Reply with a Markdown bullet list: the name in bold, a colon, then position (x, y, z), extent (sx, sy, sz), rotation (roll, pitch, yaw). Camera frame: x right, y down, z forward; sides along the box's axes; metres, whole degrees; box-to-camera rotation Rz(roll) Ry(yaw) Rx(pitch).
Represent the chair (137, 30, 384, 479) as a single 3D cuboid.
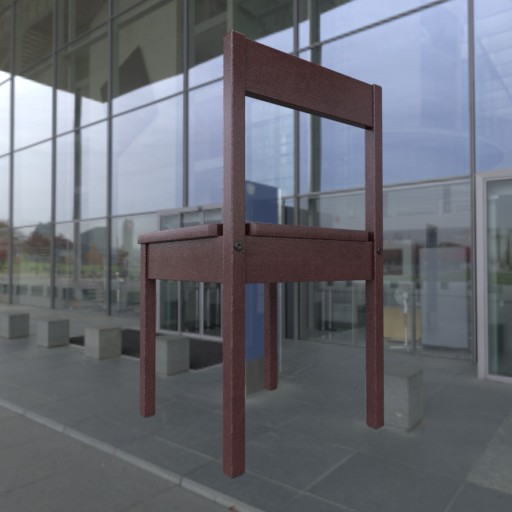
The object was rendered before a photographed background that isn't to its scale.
- **chair**: position (0.000, 0.000, 0.904), extent (0.367, 0.668, 0.361), rotation (1, -2, -37)
